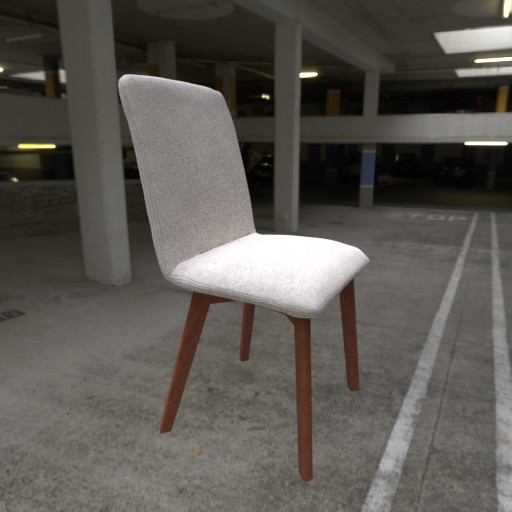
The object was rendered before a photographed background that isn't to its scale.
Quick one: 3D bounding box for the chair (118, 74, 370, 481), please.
[{"bbox_3d":[0.000,0.000,1.288,0.563,0.974,0.522,8,17,26],"label":"chair"}]
